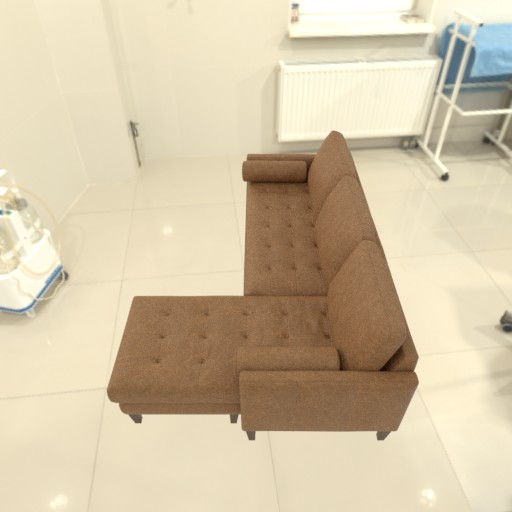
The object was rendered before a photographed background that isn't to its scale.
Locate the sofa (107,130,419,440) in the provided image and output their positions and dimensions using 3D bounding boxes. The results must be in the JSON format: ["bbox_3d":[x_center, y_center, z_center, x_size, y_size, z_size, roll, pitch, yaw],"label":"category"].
[{"bbox_3d":[0.000,0.000,2.952,1.506,0.876,2.178,0,41,0],"label":"sofa"}]
